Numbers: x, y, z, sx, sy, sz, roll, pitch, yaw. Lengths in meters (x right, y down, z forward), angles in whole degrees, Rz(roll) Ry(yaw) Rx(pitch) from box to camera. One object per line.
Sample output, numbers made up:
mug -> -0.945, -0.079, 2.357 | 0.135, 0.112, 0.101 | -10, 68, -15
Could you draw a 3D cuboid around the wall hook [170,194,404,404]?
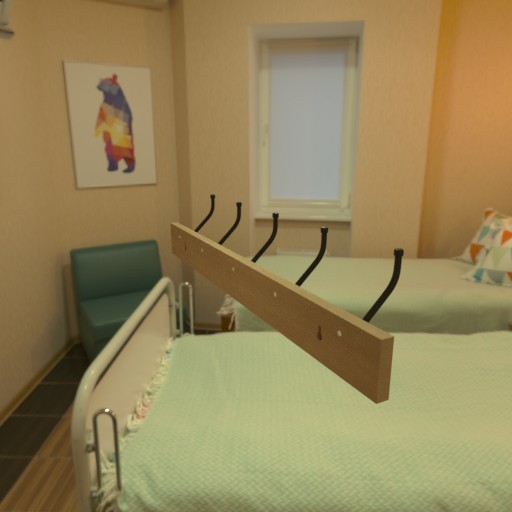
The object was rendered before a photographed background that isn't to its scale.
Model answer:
wall hook -> 0.000, 0.000, 0.620 | 0.071, 0.117, 0.571 | -8, 17, -27
